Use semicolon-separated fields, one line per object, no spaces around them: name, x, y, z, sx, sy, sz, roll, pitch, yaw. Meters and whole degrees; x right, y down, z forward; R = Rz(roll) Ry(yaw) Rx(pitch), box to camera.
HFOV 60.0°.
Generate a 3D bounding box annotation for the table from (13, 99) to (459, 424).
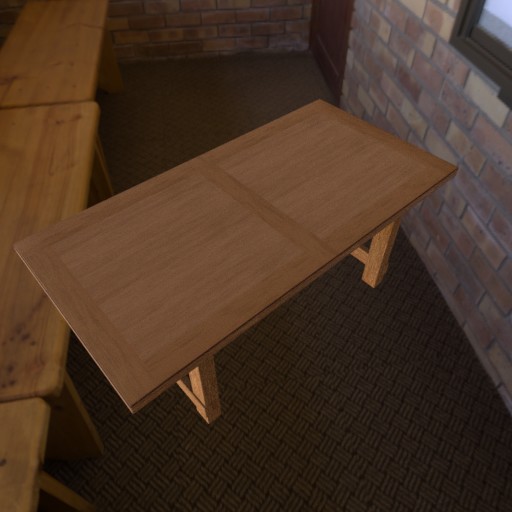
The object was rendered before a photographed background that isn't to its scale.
table;0.000;0.000;2.419;1.982;0.762;1.000;-33;55;-27
